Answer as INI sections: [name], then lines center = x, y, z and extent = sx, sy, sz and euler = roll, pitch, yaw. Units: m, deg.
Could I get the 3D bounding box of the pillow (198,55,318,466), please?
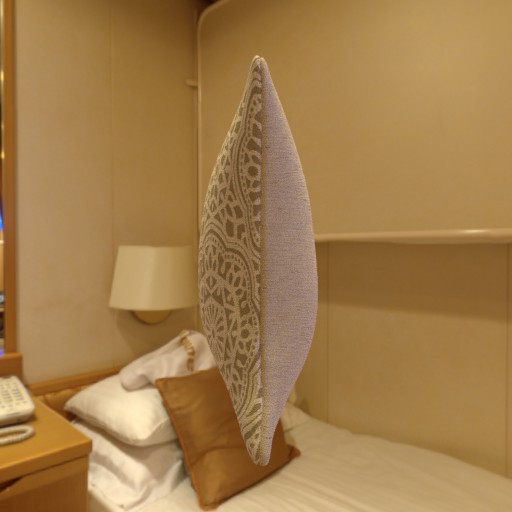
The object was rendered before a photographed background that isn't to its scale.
[pillow]
center = 0.000, 0.000, 0.659
extent = 0.167, 0.421, 0.438
euler = 0, 1, -1
